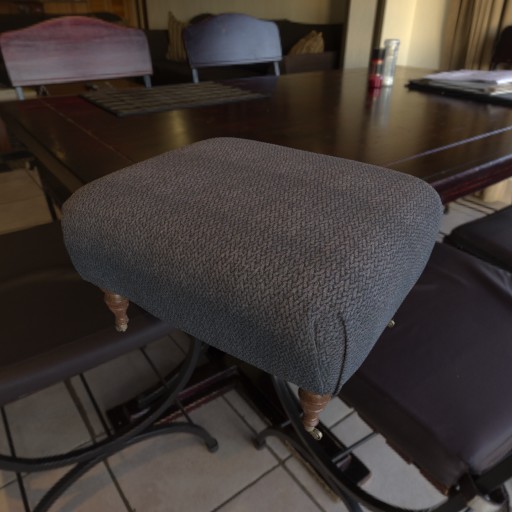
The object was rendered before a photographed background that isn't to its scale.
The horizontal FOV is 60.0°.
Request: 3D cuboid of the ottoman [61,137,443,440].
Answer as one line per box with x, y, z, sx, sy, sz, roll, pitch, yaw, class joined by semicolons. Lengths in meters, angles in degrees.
0.000;0.000;1.112;0.747;0.450;0.622;19;36;29;ottoman
